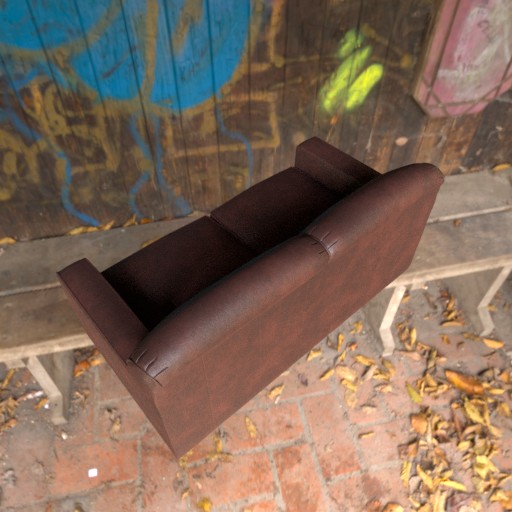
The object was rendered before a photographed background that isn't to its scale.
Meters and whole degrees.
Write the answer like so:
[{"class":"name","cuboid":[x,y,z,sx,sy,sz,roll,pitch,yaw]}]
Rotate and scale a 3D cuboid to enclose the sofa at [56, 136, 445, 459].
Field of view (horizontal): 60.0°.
[{"class":"sofa","cuboid":[0.000,0.000,2.458,1.856,0.966,1.000,-33,55,-26]}]
